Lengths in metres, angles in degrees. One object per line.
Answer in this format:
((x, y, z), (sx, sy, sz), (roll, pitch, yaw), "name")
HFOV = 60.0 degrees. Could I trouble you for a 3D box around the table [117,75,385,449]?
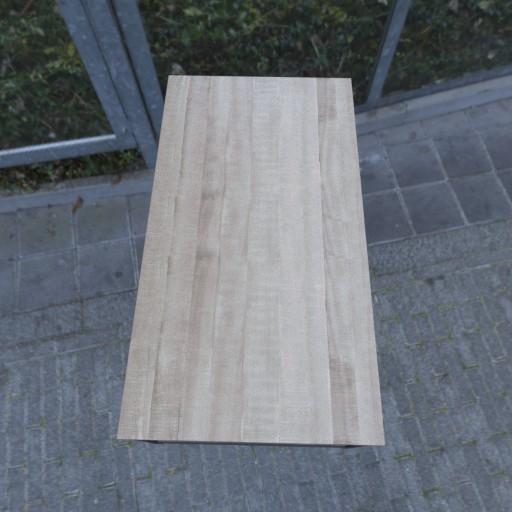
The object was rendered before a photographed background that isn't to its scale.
((0.000, 0.000, 1.349), (0.574, 0.393, 1.062), (1, 65, 1), "table")
